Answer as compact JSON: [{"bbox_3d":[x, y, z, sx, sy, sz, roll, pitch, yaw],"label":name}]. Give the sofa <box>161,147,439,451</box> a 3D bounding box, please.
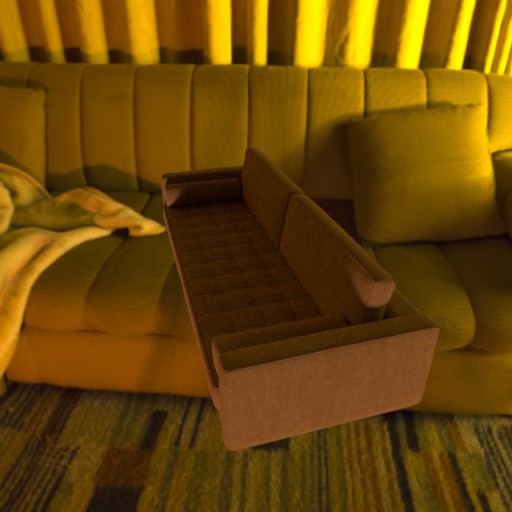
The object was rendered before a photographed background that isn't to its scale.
[{"bbox_3d":[0.000,0.000,2.659,0.919,0.770,2.200,-8,31,-14],"label":"sofa"}]
